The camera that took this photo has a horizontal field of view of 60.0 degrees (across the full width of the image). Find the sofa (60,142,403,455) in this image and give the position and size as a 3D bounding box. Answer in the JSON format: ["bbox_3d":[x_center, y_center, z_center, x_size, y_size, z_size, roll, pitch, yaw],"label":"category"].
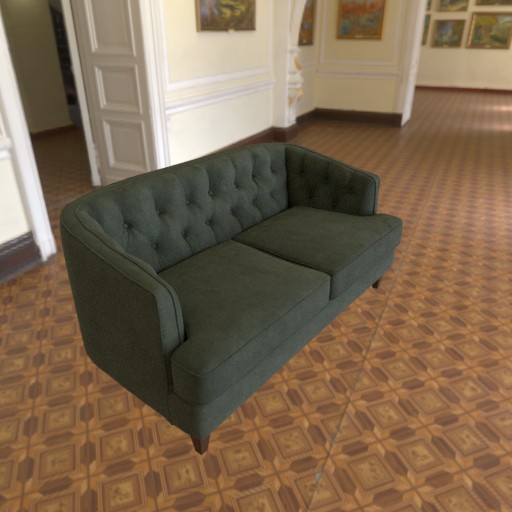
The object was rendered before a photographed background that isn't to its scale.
[{"bbox_3d":[0.000,0.000,2.290,0.941,0.855,1.733,20,33,34],"label":"sofa"}]
